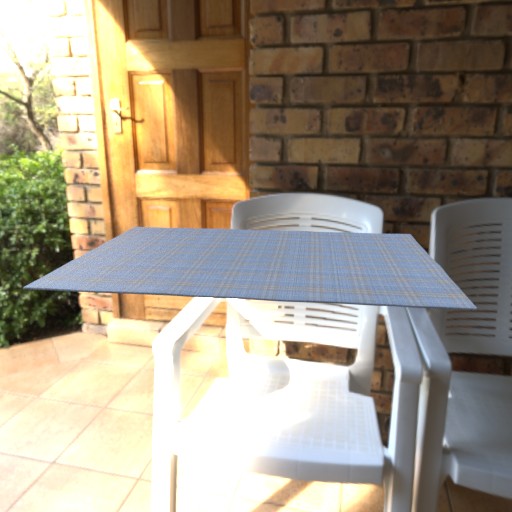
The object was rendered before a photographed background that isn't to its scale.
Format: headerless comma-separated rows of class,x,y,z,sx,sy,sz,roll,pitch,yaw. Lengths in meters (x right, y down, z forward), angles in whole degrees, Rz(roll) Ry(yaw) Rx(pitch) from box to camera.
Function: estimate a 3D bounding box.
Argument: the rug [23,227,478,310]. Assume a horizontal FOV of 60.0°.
rug,0.000,0.000,2.345,1.835,0.012,1.231,2,16,7
